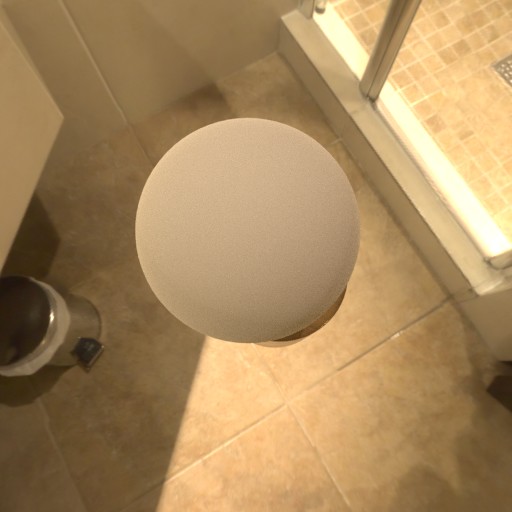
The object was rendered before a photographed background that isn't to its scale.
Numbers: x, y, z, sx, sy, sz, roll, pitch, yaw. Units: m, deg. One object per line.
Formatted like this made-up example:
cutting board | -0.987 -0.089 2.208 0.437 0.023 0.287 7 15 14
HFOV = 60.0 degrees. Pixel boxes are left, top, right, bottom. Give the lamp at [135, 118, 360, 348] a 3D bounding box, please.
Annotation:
lamp | 0.000 0.000 0.339 0.152 0.250 0.141 22 77 5
